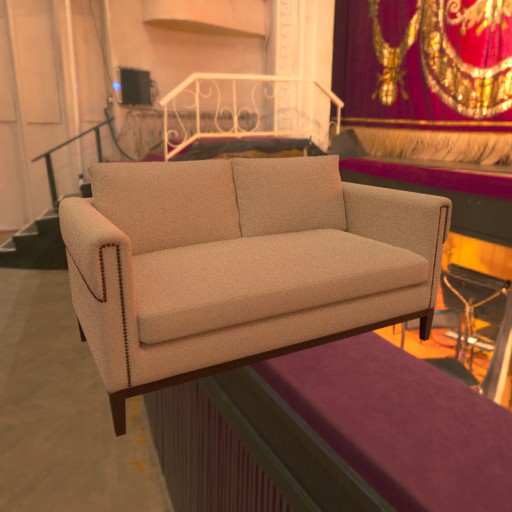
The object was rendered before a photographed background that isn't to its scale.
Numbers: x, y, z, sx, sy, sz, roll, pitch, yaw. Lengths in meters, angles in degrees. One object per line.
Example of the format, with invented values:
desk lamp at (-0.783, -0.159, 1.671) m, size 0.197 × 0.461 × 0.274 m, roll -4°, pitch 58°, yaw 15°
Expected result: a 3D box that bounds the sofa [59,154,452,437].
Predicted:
sofa at (0.000, 0.000, 2.077) m, size 1.598 × 0.873 × 0.905 m, roll -8°, pitch 18°, yaw -27°
